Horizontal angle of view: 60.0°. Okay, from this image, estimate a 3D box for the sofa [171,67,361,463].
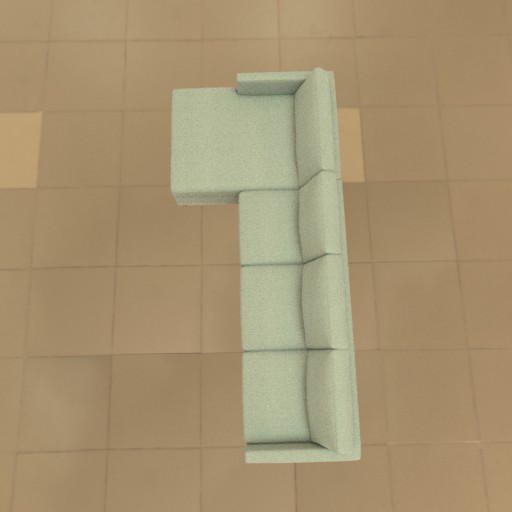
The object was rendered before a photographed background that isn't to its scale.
[{"bbox_3d":[0.000,0.000,4.100,1.600,0.953,3.470,-2,78,0],"label":"sofa"}]
